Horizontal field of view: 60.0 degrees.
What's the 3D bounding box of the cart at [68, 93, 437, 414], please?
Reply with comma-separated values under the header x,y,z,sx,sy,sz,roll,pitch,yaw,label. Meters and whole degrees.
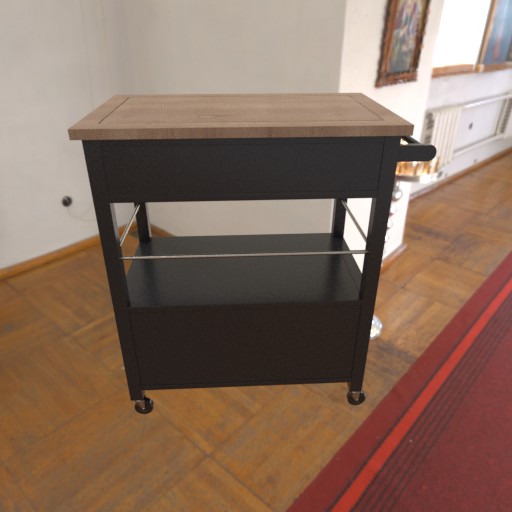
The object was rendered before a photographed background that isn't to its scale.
x,y,z,sx,sy,sz,roll,pitch,yaw,label
0.000,0.000,1.393,0.840,0.901,0.459,-1,29,-3,cart
